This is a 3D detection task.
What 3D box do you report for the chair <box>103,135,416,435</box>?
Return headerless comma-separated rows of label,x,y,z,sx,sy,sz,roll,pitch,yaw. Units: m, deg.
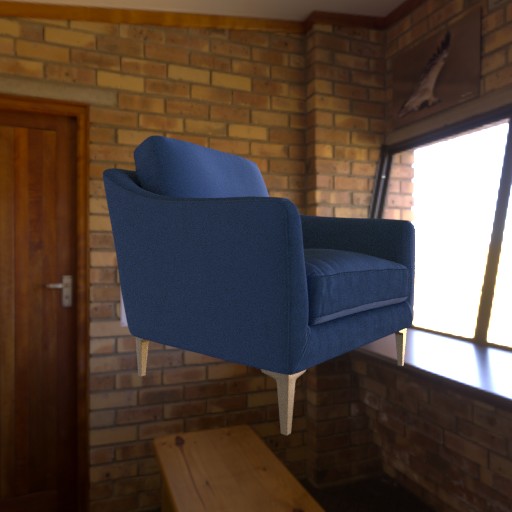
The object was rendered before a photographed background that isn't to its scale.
chair,0.000,0.000,1.725,0.961,0.899,0.987,0,0,37
